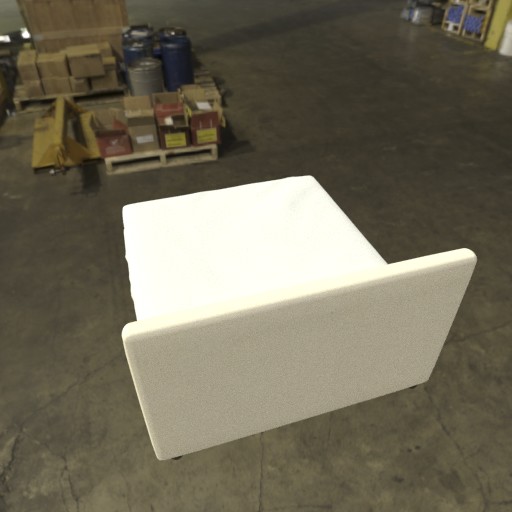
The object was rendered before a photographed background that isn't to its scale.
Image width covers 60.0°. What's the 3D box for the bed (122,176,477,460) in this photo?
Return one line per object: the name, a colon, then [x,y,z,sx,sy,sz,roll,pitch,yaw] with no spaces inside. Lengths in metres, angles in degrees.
bed: [0.000,0.000,3.597,2.119,1.317,2.341,-11,41,-14]
